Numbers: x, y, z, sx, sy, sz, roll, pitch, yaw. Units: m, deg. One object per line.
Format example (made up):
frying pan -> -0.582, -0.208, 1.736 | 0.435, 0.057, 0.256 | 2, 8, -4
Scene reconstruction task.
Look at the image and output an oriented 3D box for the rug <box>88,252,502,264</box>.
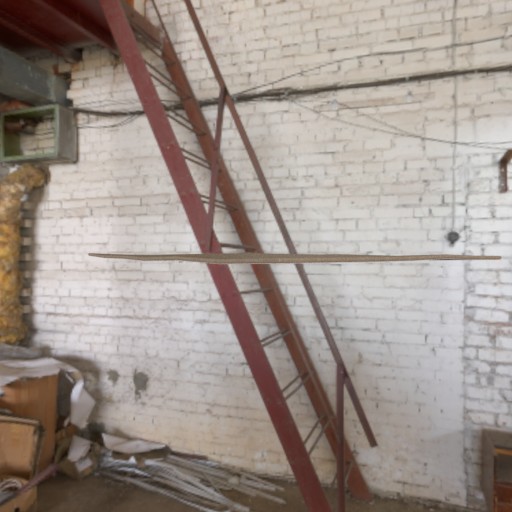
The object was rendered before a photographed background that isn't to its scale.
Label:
rug -> 0.000, 0.000, 2.948 | 1.553, 0.053, 2.430 | 0, 0, -35
